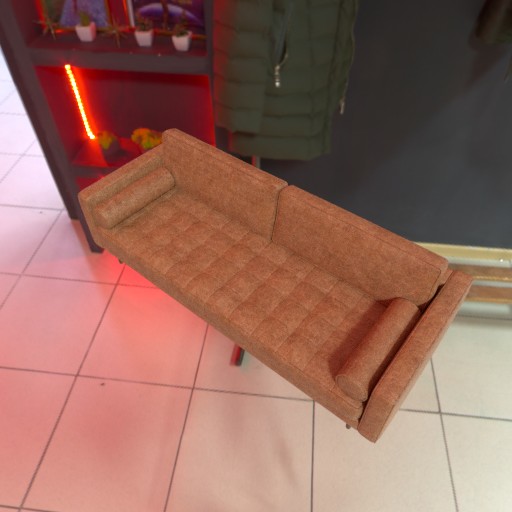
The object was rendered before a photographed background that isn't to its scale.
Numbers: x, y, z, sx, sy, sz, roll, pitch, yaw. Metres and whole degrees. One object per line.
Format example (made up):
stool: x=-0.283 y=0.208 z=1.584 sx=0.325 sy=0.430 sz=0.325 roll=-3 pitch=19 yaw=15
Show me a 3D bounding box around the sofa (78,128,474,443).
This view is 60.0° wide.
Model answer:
sofa: x=0.000 y=0.000 z=2.649 sx=2.200 sy=0.770 sz=0.919 roll=31 pitch=54 yaw=26
